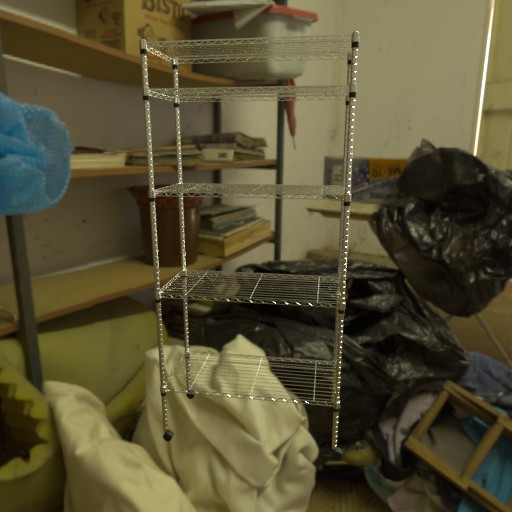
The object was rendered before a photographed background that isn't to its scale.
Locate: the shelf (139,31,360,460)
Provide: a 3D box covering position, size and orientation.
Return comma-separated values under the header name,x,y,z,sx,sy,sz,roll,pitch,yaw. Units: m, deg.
name,x,y,z,sx,sy,sz,roll,pitch,yaw
shelf,0.000,0.000,1.823,0.762,1.587,0.356,2,15,9
